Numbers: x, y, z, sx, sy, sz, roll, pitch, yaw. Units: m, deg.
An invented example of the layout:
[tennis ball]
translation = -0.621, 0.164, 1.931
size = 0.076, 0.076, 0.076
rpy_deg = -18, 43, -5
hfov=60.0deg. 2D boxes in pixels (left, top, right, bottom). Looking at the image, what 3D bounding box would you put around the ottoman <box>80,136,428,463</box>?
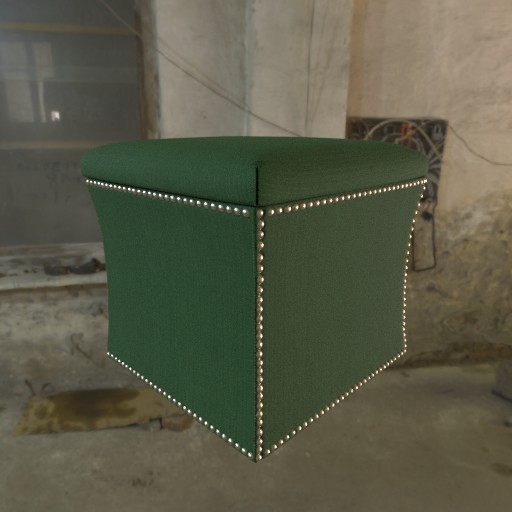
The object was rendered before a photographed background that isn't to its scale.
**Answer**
[ottoman]
translation = 0.000, 0.000, 0.913
size = 0.497, 0.475, 0.507
rpy_deg = 16, 23, 42
